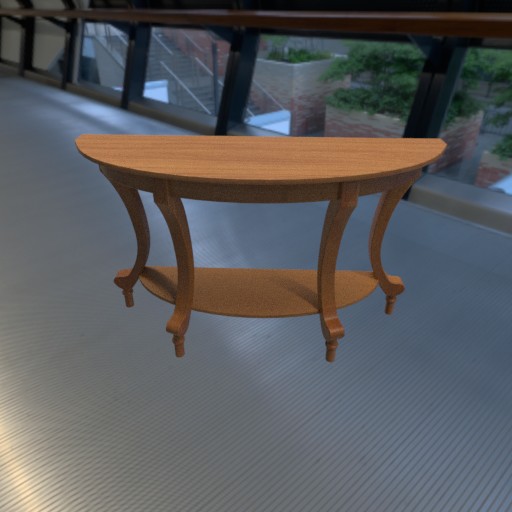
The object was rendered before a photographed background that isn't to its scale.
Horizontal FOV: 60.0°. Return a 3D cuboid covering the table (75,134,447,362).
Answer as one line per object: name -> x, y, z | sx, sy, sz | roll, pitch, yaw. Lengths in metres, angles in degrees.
table -> 0.000, 0.000, 1.482 | 1.198, 0.692, 0.394 | 1, 31, 2
